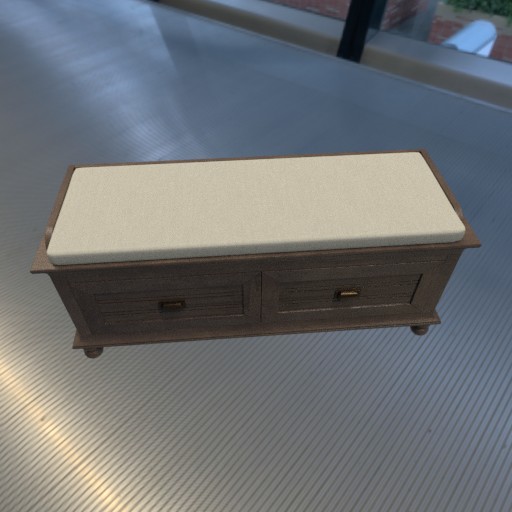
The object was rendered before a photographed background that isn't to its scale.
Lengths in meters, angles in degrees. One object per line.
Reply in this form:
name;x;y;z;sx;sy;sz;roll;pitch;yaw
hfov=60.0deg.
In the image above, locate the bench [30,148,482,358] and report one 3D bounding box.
bench;0.000;0.000;1.440;1.185;0.501;0.402;-3;46;-3
